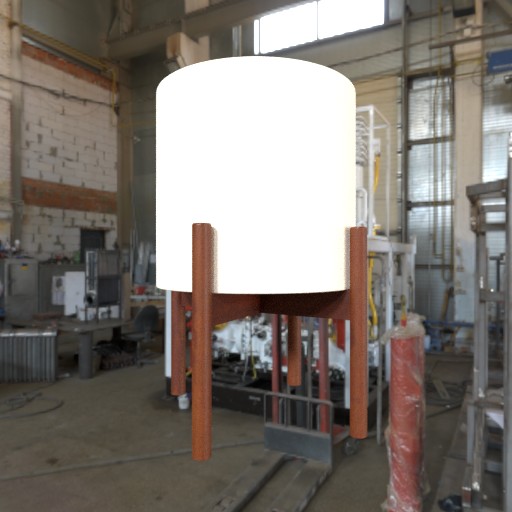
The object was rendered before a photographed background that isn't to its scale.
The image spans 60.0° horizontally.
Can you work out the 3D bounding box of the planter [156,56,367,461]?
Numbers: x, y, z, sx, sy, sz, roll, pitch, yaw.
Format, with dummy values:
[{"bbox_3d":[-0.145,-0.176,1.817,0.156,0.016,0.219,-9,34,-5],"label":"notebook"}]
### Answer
[{"bbox_3d":[0.000,0.000,0.951,0.417,0.670,0.417,0,0,-16],"label":"planter"}]
